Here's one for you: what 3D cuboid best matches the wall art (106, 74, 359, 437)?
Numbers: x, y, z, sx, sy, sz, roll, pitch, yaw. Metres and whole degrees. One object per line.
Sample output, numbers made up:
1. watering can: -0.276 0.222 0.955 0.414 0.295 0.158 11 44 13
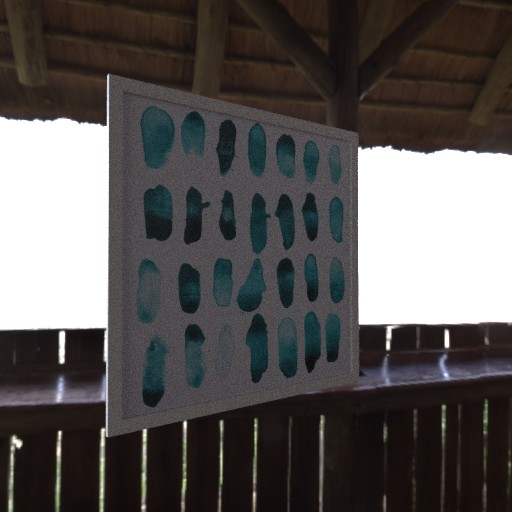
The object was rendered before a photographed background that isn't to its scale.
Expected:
1. wall art: 0.000 0.000 0.843 0.558 0.559 0.009 0 -1 -35
